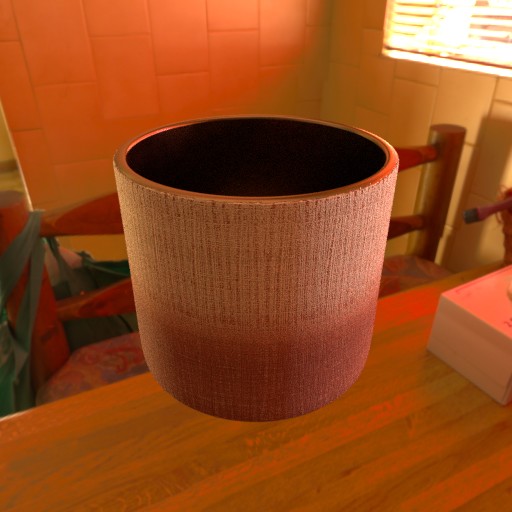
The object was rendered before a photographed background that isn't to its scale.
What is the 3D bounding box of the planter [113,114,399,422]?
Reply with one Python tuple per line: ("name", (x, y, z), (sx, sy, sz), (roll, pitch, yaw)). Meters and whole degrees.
("planter", (0.000, 0.000, 0.398), (0.221, 0.201, 0.221), (0, 31, 0))
